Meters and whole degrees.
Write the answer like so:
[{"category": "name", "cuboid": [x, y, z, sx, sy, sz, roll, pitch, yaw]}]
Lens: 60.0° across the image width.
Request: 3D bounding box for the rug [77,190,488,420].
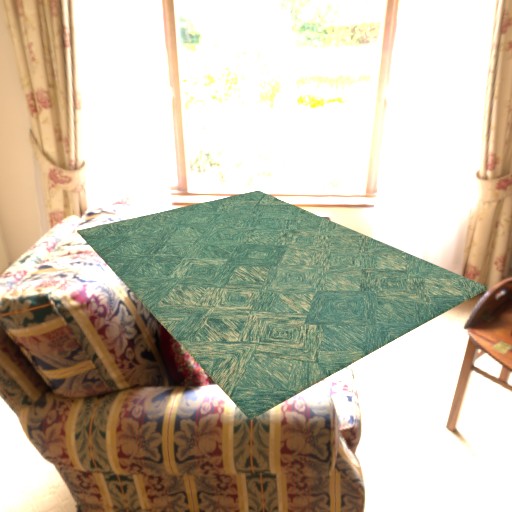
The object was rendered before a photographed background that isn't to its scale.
[{"category": "rug", "cuboid": [0.000, 0.000, 4.197, 2.405, 0.027, 3.217, -18, 31, -32]}]
